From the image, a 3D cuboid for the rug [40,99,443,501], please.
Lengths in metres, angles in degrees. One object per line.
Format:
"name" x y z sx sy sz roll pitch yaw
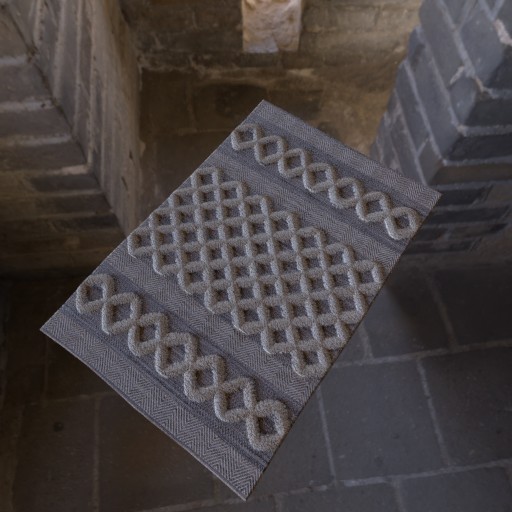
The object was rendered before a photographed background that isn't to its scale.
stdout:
"rug" 0.000 0.000 2.258 1.222 0.030 1.823 33 68 15
